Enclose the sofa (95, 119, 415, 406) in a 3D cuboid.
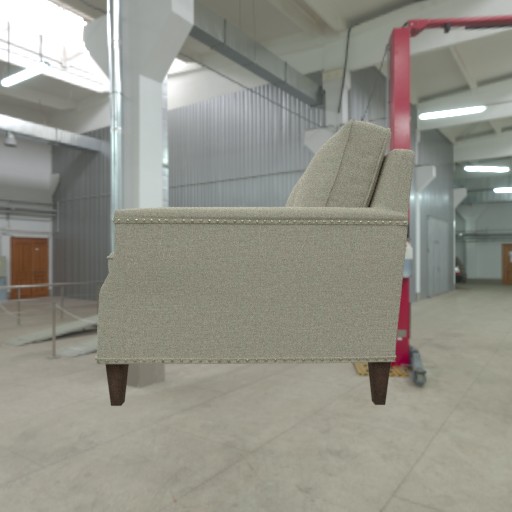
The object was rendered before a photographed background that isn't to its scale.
[{"bbox_3d":[0.000,0.000,2.229,1.084,1.003,1.597,0,0,-1],"label":"sofa"}]
